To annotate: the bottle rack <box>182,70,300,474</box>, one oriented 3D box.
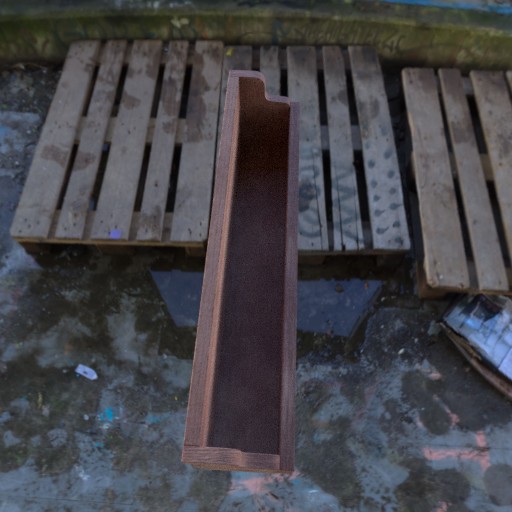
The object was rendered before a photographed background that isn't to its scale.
[{"bbox_3d":[0.000,0.000,0.700,0.126,0.196,0.608,3,62,2],"label":"bottle rack"}]
